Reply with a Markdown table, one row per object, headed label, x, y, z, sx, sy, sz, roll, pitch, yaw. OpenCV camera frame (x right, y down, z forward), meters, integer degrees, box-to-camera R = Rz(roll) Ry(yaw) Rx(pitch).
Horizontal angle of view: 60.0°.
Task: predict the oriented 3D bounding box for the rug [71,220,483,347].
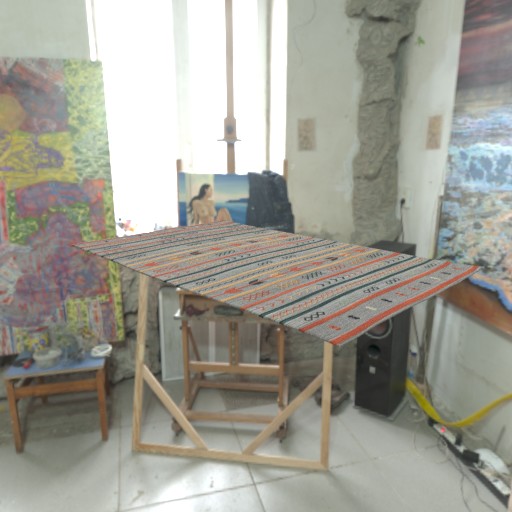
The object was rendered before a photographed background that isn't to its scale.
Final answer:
| label | x | y | z | sx | sy | sz | roll | pitch | yaw |
| --- | --- | --- | --- | --- | --- | --- | --- | --- | --- |
| rug | 0.000 | 0.000 | 3.050 | 2.439 | 0.029 | 1.537 | 14 | 20 | 43 |
